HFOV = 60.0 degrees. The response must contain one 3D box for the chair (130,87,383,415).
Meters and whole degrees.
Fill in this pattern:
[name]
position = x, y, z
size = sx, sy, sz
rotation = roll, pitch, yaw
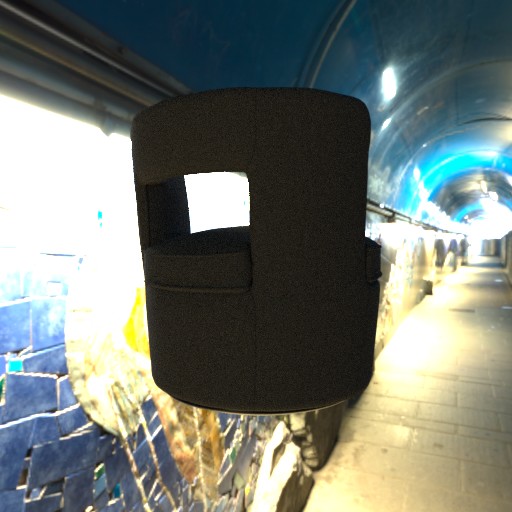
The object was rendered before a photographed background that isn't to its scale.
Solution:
[chair]
position = 0.000, 0.000, 1.242
size = 0.689, 0.719, 0.660
rotation = 1, 2, 37
